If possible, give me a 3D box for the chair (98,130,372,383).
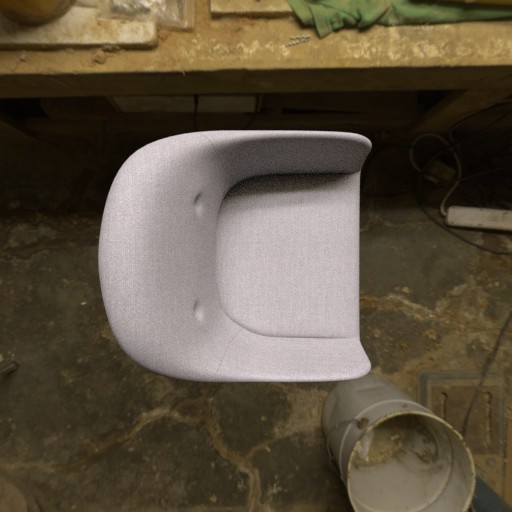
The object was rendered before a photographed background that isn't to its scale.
[{"bbox_3d":[0.000,0.000,1.157,0.570,0.780,0.540,0,91,-1],"label":"chair"}]
